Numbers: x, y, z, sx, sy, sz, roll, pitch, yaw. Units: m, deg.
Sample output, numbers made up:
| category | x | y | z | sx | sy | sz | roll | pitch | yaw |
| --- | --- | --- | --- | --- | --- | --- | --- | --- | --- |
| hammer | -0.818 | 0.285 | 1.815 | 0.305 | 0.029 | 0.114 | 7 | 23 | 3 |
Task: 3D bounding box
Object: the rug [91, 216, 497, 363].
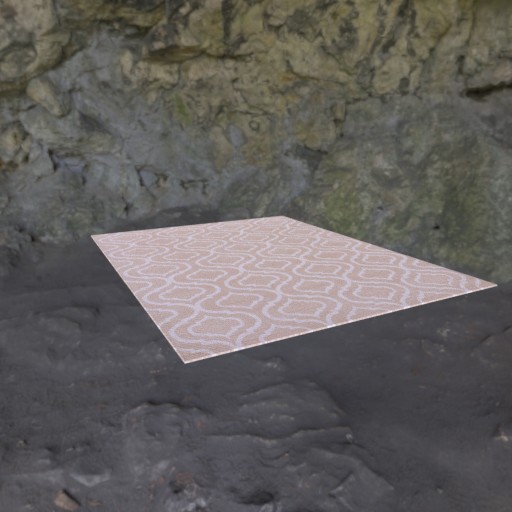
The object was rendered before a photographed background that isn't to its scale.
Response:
| category | x | y | z | sx | sy | sz | roll | pitch | yaw |
| --- | --- | --- | --- | --- | --- | --- | --- | --- | --- |
| rug | 0.000 | 0.000 | 3.811 | 2.286 | 0.013 | 2.894 | -8 | 18 | -27 |
